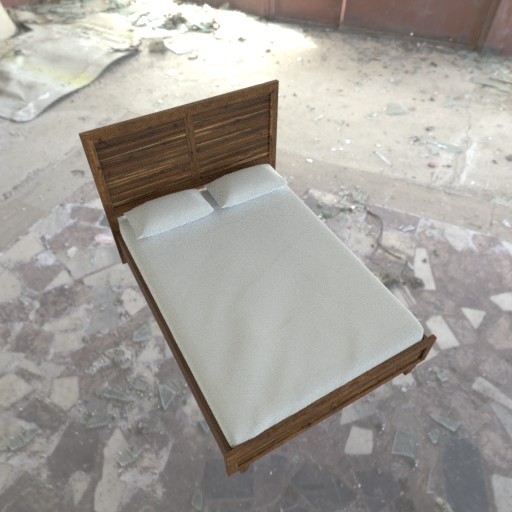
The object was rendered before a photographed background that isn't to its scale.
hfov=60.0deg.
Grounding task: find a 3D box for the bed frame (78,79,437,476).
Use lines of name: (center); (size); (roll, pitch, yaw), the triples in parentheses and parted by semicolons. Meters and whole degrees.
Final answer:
bed frame: (0.000, 0.000, 3.380); (1.696, 1.417, 2.276); (-23, 52, -19)
